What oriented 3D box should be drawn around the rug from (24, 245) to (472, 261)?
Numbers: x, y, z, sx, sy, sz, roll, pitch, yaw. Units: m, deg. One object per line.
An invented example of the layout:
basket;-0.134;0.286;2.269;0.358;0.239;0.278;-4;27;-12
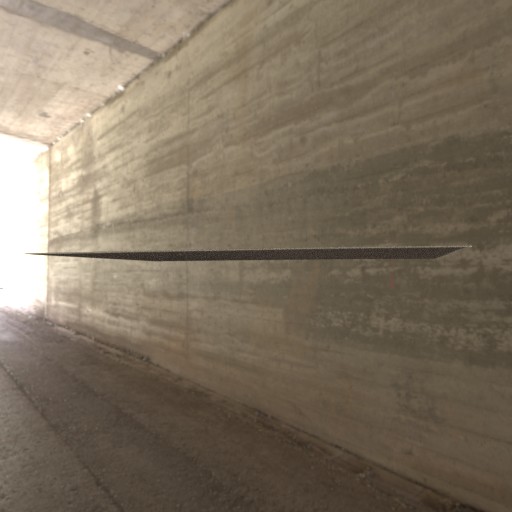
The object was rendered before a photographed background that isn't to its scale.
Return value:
rug;0.000;0.000;3.009;2.435;0.012;1.529;-1;-2;17
